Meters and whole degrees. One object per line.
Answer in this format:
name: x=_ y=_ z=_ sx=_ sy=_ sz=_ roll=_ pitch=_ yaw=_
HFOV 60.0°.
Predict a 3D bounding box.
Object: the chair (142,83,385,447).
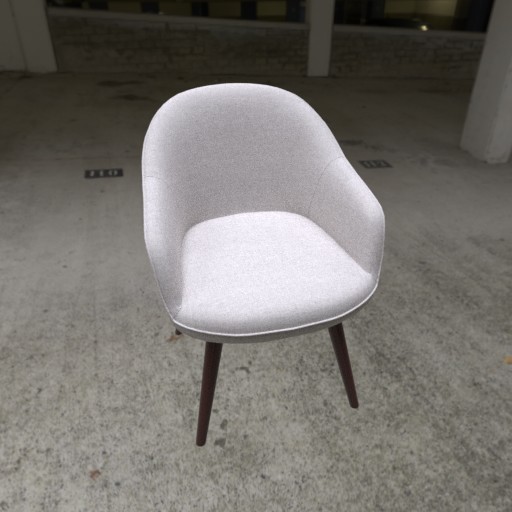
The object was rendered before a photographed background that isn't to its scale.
chair: x=0.000 y=0.000 z=1.267 sx=0.596 sy=0.823 sz=0.635 roll=-9 pitch=33 yaw=-13
